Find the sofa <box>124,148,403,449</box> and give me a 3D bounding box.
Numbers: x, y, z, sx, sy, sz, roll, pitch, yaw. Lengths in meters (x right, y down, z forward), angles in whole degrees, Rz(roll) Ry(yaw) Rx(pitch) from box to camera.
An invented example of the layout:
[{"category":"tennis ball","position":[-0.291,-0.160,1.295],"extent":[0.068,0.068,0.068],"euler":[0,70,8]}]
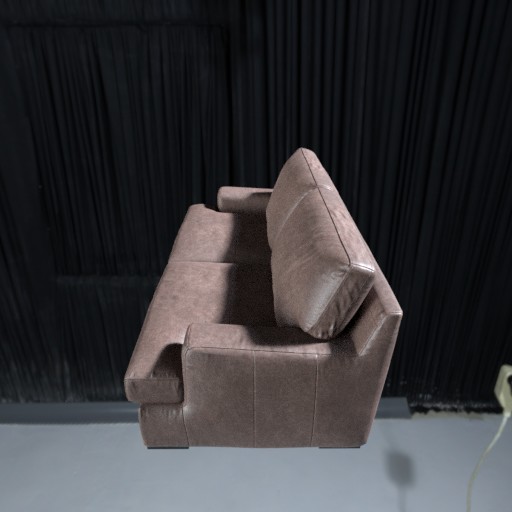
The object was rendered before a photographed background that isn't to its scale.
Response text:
[{"category":"sofa","position":[0.000,0.000,2.799],"extent":[1.143,0.941,2.261],"euler":[0,26,0]}]
